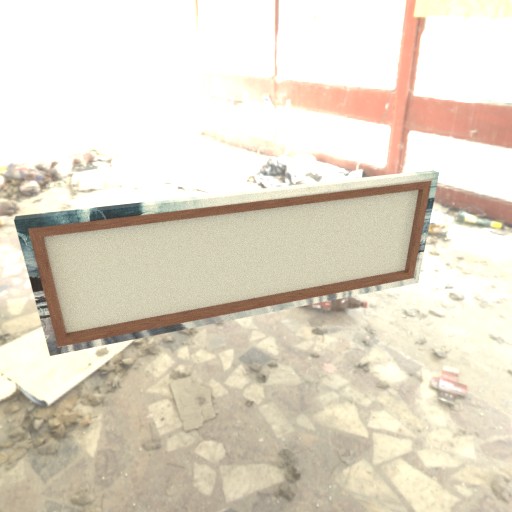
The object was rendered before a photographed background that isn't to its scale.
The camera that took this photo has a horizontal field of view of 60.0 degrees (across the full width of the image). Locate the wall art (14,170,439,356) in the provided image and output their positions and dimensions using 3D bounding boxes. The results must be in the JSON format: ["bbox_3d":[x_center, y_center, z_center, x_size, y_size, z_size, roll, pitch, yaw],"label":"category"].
[{"bbox_3d":[0.000,0.000,1.659,1.524,0.509,0.037,-9,28,-17],"label":"wall art"}]
